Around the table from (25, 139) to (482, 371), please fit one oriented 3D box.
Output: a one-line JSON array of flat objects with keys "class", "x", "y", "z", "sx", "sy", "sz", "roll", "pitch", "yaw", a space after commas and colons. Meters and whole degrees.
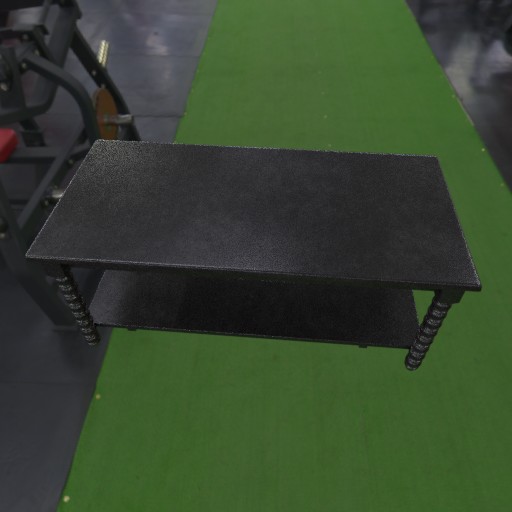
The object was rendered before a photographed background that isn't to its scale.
[{"class": "table", "x": 0.000, "y": 0.000, "z": 1.492, "sx": 1.171, "sy": 0.487, "sz": 0.580, "roll": 4, "pitch": 46, "yaw": 3}]
